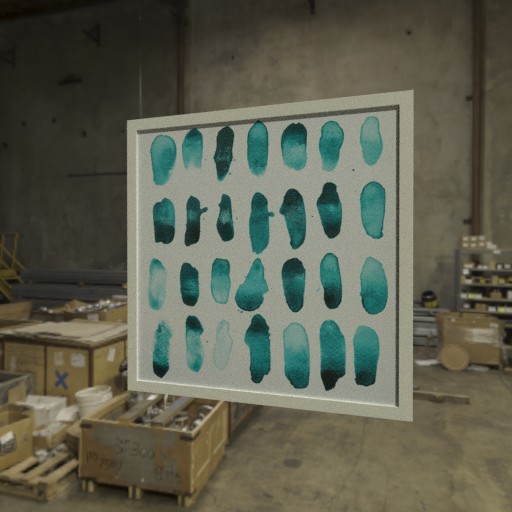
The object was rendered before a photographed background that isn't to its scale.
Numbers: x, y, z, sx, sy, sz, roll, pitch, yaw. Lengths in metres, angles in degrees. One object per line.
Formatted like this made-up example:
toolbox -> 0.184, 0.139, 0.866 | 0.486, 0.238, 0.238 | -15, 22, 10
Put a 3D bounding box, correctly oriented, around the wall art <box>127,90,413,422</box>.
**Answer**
wall art -> 0.000, 0.000, 1.217 | 0.812, 0.813, 0.013 | 0, 0, 18
